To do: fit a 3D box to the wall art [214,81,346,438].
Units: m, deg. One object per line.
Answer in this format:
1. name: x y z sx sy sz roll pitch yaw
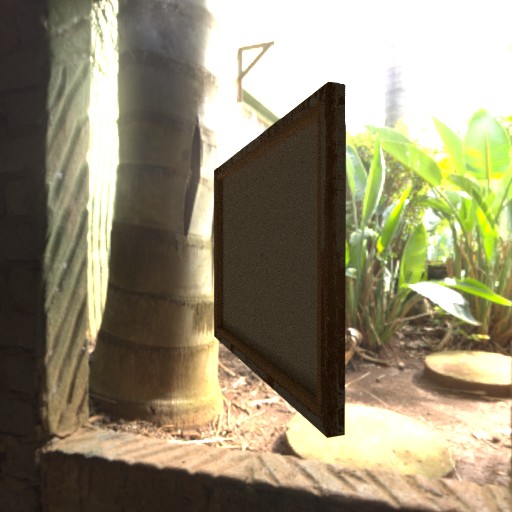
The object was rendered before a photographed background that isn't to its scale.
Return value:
1. wall art: 0.000 0.000 1.196 0.035 0.609 0.914 0 1 -18
